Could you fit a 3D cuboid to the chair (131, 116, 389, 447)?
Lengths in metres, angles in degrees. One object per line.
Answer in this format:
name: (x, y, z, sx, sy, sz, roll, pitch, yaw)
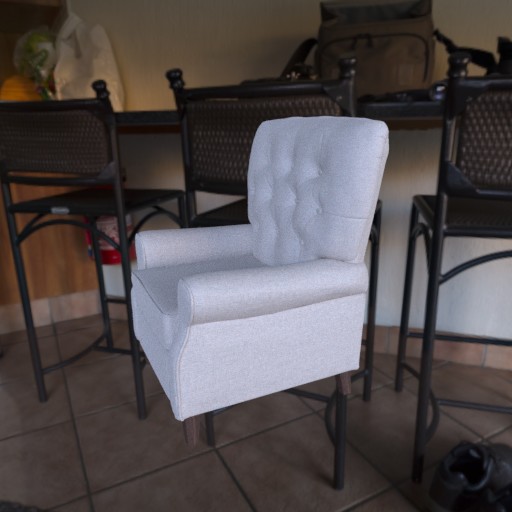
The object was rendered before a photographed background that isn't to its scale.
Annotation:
chair: (0.000, 0.000, 2.002, 1.025, 1.209, 0.942, -8, 18, -25)
